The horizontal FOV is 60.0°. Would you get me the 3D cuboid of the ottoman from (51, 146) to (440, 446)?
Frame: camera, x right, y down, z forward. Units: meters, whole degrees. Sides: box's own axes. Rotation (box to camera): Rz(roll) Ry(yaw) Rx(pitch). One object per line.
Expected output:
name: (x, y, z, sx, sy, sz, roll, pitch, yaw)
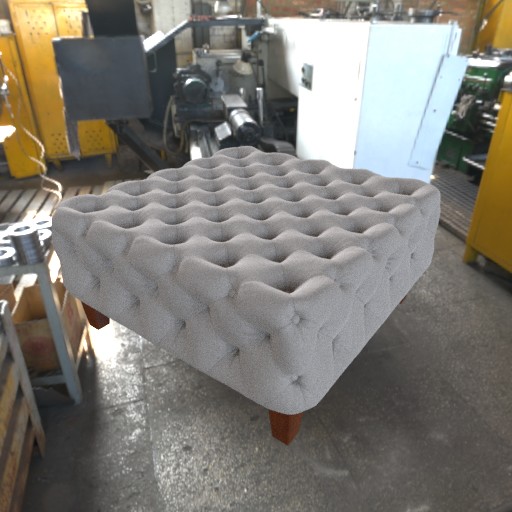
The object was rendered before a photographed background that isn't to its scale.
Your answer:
ottoman: (0.000, 0.000, 1.201, 0.758, 0.365, 0.764, 20, 34, 32)
